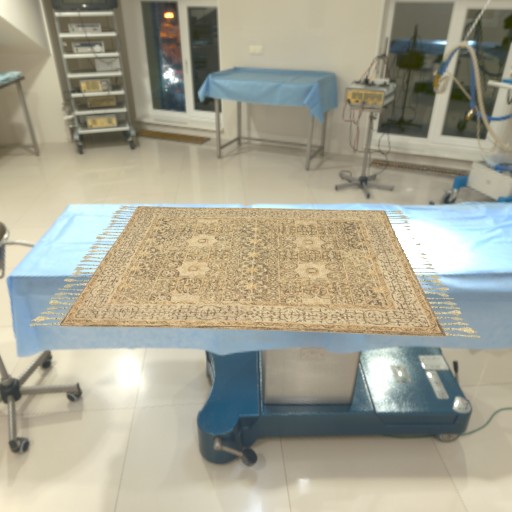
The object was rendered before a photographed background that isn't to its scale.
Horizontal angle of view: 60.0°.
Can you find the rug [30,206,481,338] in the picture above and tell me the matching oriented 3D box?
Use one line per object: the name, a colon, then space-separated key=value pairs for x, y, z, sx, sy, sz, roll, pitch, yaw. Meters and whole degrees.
rug: x=0.000 y=0.000 z=3.086 sx=2.465 sy=0.023 sz=1.619 roll=1 pitch=31 yaw=2
